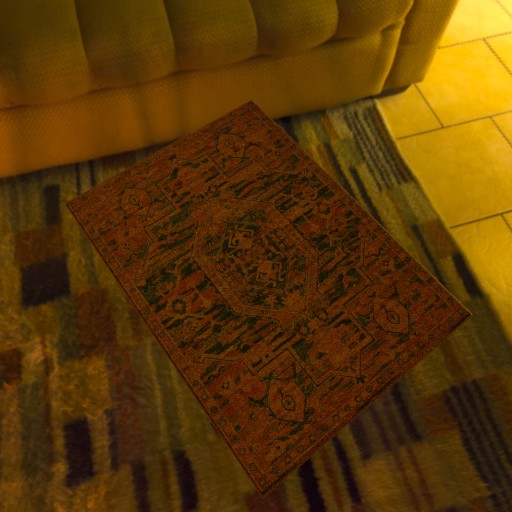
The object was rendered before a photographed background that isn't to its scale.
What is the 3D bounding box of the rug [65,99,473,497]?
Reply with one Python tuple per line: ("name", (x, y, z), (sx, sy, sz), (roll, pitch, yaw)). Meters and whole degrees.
("rug", (0.000, 0.000, 2.827), (1.588, 0.024, 2.204), (-34, 68, -16))
